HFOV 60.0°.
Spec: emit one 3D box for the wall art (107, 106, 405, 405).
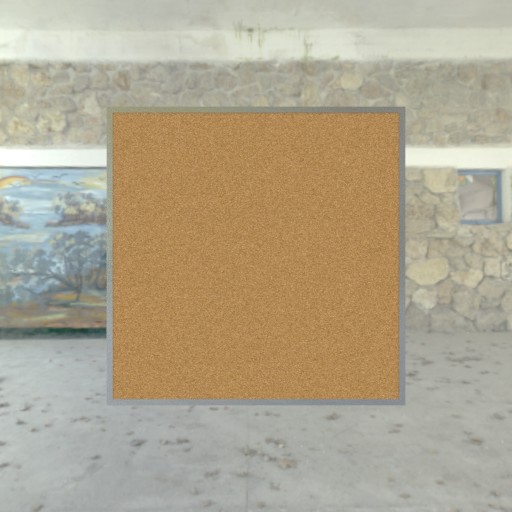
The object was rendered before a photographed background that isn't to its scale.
[{"bbox_3d":[0.000,0.000,1.216,0.806,0.806,0.038,0,0,0],"label":"wall art"}]
